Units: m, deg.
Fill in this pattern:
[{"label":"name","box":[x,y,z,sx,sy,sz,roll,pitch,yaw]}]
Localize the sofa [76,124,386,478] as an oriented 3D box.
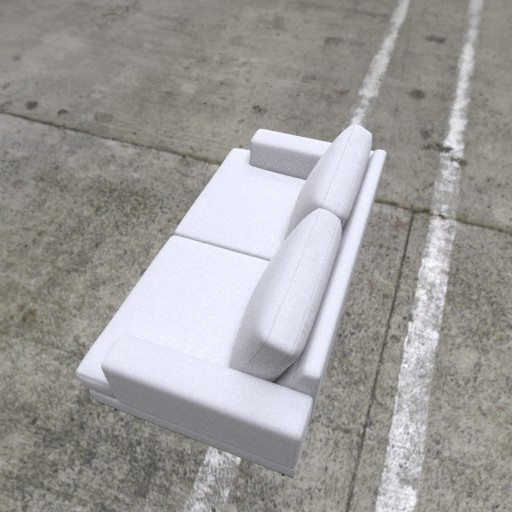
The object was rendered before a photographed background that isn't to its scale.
[{"label":"sofa","box":[0.000,0.000,2.122,0.920,0.810,1.650,15,49,14]}]
